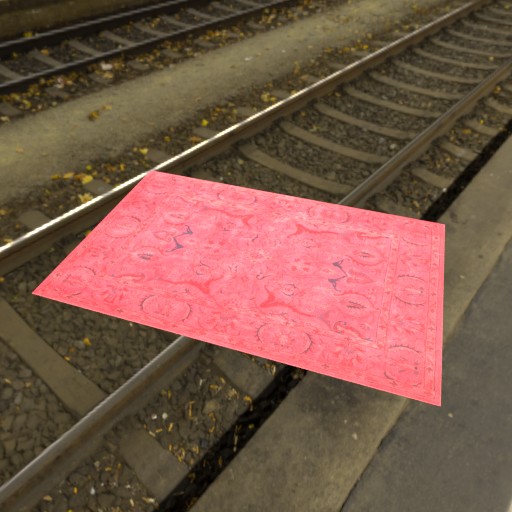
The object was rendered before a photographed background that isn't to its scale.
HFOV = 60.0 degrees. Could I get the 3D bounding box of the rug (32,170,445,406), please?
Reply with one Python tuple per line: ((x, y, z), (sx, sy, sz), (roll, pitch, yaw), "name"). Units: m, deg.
((0.000, 0.000, 3.009), (2.423, 0.010, 1.534), (12, 43, 14), "rug")
